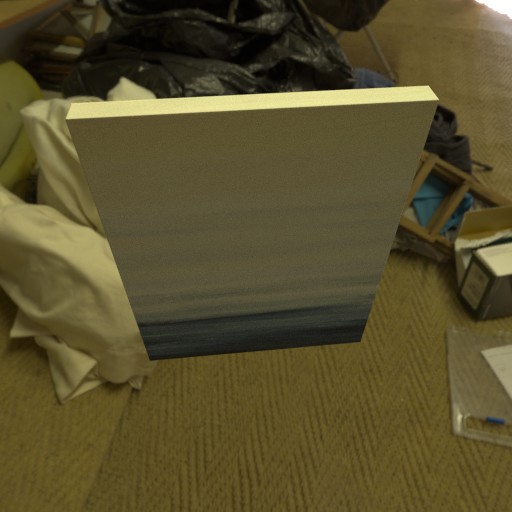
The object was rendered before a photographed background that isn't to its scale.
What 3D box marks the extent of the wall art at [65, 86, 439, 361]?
[{"bbox_3d":[0.000,0.000,0.814,0.489,0.608,0.040,-4,48,-4],"label":"wall art"}]
